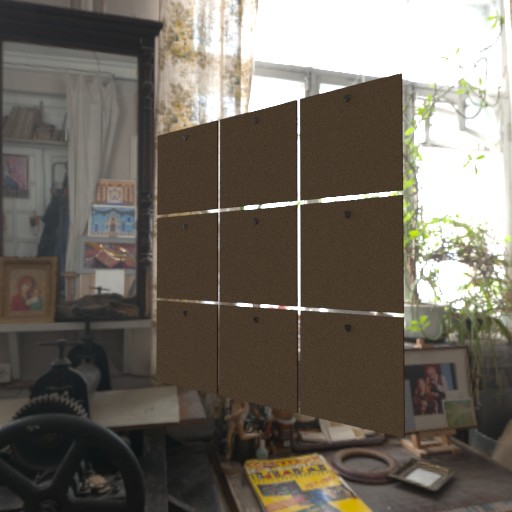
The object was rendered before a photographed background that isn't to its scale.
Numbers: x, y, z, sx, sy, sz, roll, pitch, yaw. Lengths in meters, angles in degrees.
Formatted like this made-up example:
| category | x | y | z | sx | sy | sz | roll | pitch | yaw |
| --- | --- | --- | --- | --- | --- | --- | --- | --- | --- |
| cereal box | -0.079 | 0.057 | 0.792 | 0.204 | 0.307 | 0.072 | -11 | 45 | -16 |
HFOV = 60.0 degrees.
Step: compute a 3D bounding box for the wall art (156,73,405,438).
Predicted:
| category | x | y | z | sx | sy | sz | roll | pitch | yaw |
| --- | --- | --- | --- | --- | --- | --- | --- | --- | --- |
| wall art | 0.000 | 0.000 | 2.315 | 1.533 | 1.532 | 0.019 | -1 | -2 | 36 |
